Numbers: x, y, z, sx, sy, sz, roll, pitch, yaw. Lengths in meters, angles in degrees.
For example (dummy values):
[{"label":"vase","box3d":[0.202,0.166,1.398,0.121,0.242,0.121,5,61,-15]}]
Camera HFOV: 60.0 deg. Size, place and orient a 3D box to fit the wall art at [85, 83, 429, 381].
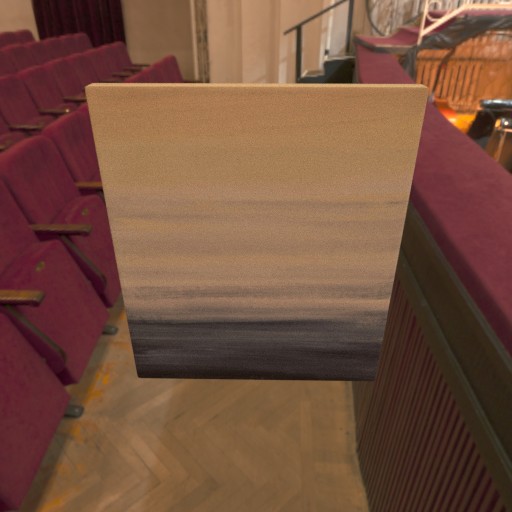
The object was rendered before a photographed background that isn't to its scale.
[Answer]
[{"label":"wall art","box3d":[0.000,0.000,0.974,0.608,0.710,0.041,1,30,1]}]
